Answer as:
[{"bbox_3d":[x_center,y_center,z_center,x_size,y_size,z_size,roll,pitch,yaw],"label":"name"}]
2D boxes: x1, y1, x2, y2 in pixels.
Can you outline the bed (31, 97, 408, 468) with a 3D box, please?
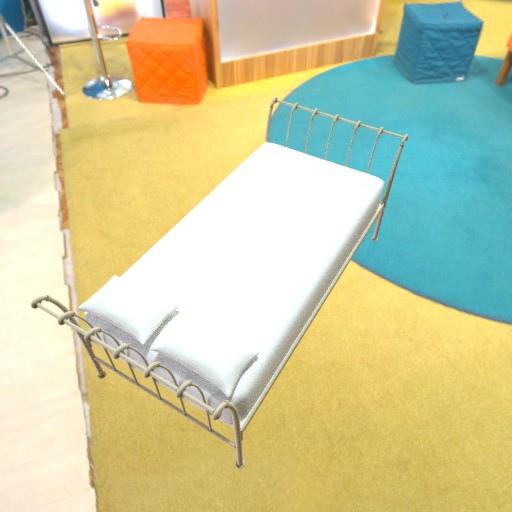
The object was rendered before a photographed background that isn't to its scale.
[{"bbox_3d":[0.000,0.000,2.745,1.032,0.873,2.228,24,51,21],"label":"bed"}]
